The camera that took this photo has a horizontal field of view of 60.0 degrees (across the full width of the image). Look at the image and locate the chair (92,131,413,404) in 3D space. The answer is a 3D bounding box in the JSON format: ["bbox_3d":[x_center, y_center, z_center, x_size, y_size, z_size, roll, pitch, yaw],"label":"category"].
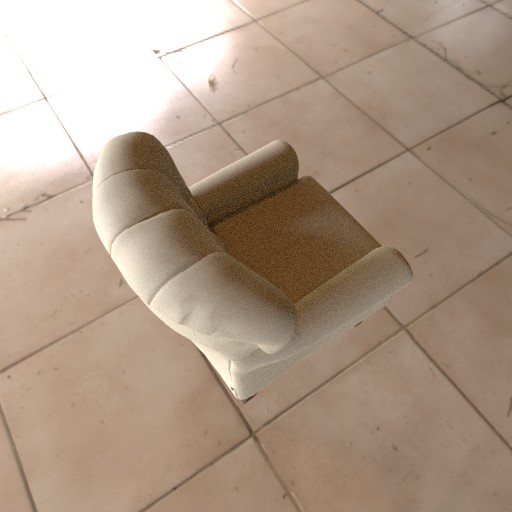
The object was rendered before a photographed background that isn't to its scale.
[{"bbox_3d":[0.000,0.000,2.022,1.132,1.169,1.035,-30,62,-18],"label":"chair"}]
